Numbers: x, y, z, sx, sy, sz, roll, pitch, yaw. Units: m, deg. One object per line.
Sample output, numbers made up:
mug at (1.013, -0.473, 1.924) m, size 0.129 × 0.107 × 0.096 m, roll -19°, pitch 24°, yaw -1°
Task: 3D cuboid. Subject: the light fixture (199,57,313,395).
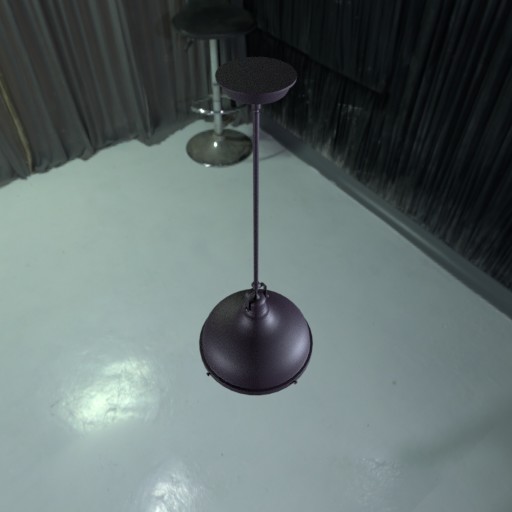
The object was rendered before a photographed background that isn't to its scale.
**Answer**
light fixture at (0.000, 0.000, 1.016) m, size 0.341 × 0.849 × 0.341 m, roll -31°, pitch 54°, yaw -26°
